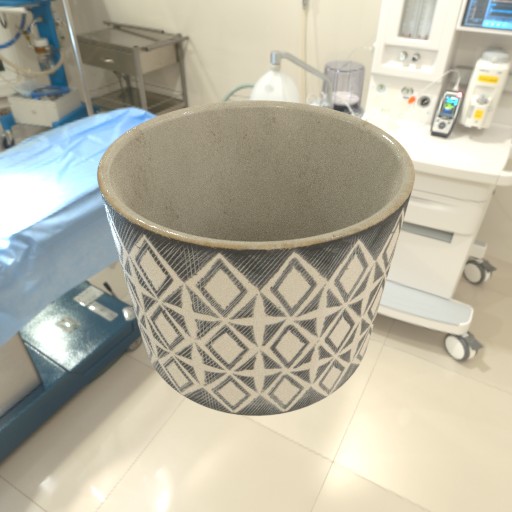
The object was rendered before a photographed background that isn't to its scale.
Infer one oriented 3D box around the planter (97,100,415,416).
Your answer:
[{"bbox_3d":[0.000,0.000,0.329,0.192,0.165,0.192,0,39,0],"label":"planter"}]
